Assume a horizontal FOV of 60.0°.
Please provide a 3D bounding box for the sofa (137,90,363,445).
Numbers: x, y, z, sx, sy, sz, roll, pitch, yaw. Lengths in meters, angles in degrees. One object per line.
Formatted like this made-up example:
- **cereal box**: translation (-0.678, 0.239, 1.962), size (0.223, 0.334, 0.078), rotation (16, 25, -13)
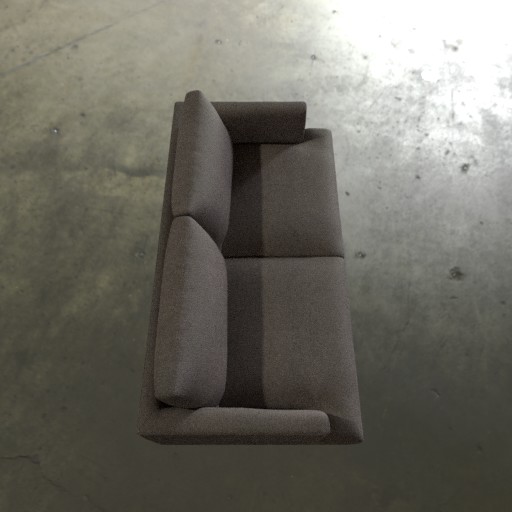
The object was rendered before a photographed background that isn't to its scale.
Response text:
- **sofa**: translation (0.000, 0.000, 2.497), size (1.020, 0.868, 1.948), rotation (0, 63, 0)
